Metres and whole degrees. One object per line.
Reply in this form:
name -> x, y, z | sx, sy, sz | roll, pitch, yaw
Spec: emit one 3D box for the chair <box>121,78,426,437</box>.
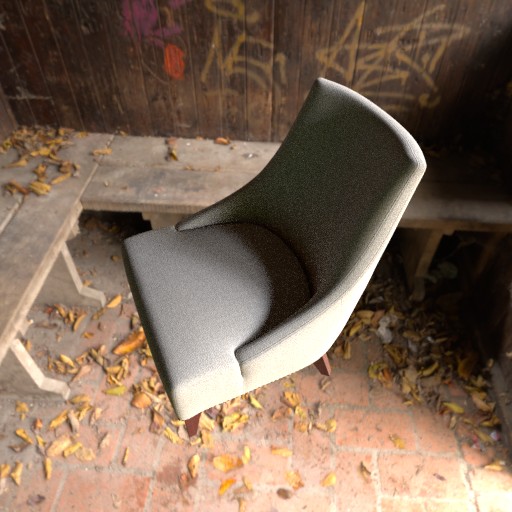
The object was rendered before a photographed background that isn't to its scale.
chair -> 0.000, 0.000, 1.529 | 0.861, 0.909, 0.701 | -18, 49, -16
